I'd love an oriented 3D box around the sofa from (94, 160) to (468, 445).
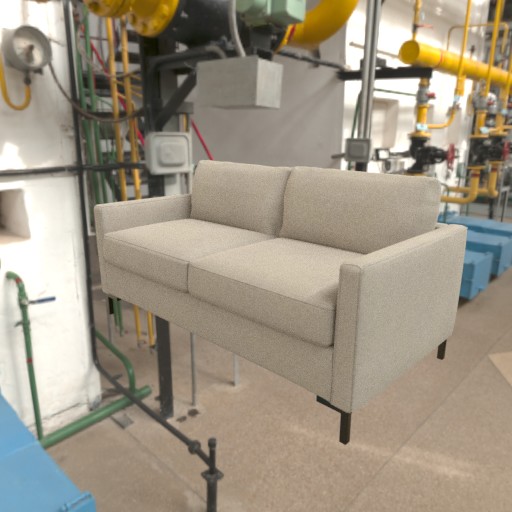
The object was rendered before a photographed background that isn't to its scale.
[{"bbox_3d":[0.000,0.000,2.170,1.682,0.840,0.875,15,21,42],"label":"sofa"}]
